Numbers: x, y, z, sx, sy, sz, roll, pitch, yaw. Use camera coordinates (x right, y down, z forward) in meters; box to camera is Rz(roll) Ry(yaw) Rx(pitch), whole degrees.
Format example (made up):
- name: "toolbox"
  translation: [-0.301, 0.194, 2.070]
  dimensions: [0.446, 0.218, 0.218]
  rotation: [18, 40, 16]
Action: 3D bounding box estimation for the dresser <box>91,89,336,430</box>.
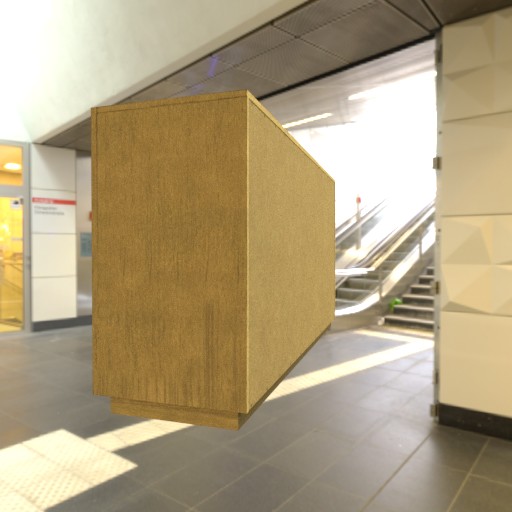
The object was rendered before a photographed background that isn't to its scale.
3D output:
- name: "dresser"
  translation: [0.000, 0.000, 1.995]
  dimensions: [0.483, 0.889, 1.628]
  rotation: [0, 1, 18]
